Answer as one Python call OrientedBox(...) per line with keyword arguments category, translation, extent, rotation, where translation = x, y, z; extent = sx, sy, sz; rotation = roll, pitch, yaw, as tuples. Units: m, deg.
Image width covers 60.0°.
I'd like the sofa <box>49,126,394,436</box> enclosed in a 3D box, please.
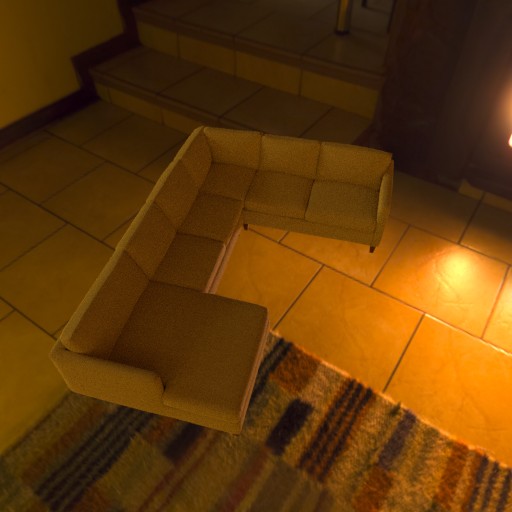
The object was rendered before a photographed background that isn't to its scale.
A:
OrientedBox(category="sofa", translation=(0.000, 0.000, 4.618), extent=(2.594, 0.961, 3.460), rotation=(11, 48, 10))
